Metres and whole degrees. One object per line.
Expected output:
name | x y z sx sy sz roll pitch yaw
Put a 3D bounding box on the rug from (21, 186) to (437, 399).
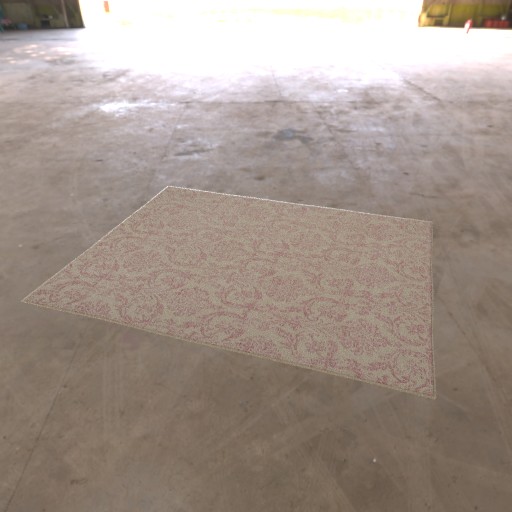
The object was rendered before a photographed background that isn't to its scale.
rug | 0.000 0.000 3.921 2.980 0.012 2.363 10 33 15
